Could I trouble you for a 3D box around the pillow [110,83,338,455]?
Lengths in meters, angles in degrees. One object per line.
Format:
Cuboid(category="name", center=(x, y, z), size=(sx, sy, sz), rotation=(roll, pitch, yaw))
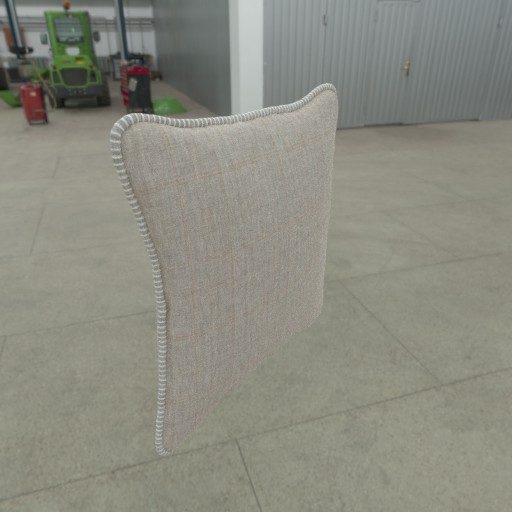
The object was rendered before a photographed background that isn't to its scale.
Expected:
Cuboid(category="pillow", center=(0.000, 0.000, 0.716), size=(0.124, 0.494, 0.485), rotation=(18, 32, 32))
